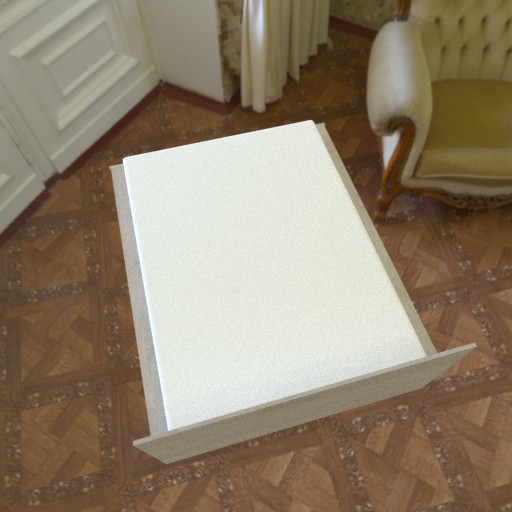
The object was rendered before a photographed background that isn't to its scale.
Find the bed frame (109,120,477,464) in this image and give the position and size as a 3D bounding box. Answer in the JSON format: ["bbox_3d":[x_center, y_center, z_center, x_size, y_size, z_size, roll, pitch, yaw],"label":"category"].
[{"bbox_3d":[0.000,0.000,2.805,1.622,0.800,1.960,-14,61,-8],"label":"bed frame"}]
